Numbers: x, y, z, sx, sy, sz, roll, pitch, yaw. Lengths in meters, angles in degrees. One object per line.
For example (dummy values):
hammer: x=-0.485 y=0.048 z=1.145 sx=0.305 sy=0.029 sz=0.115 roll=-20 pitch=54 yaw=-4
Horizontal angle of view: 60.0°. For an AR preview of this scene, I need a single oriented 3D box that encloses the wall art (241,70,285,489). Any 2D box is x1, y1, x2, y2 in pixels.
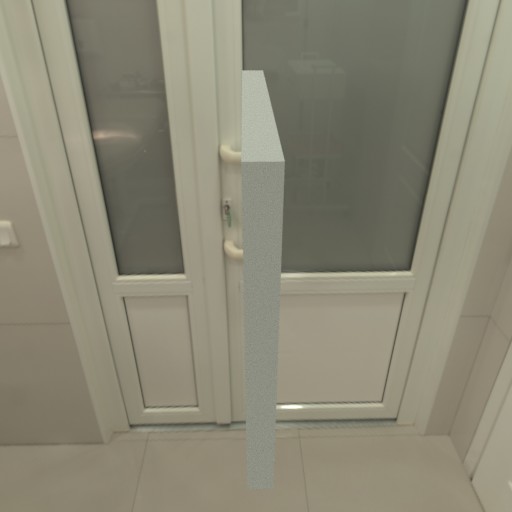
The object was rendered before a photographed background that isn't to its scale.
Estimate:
wall art: x=0.000 y=0.000 z=0.523 sx=0.027 sy=0.355 sz=0.355 roll=-1 pitch=31 yaw=-1
